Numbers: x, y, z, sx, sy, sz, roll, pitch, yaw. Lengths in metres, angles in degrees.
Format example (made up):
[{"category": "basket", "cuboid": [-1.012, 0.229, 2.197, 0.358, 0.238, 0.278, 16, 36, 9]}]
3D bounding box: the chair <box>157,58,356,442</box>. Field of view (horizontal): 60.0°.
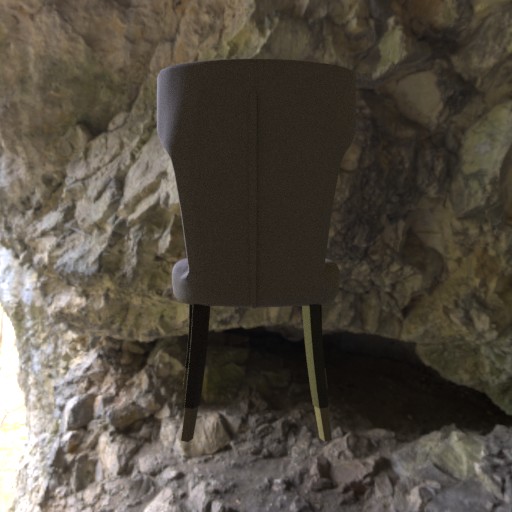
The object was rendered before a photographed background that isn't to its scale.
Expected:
[{"category": "chair", "cuboid": [0.000, 0.000, 1.332, 0.526, 0.955, 0.630, 0, 0, 0]}]
